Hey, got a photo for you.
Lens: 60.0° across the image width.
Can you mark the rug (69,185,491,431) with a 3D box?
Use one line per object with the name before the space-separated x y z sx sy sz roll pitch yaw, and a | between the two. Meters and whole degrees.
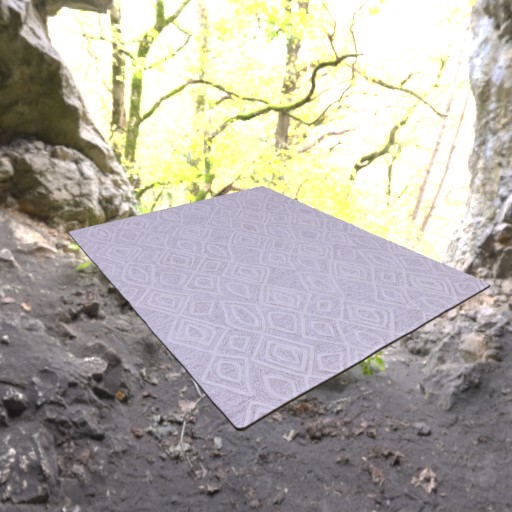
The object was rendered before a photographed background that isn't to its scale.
rug | 0.000 0.000 3.984 2.449 0.025 3.049 -19 33 -32
